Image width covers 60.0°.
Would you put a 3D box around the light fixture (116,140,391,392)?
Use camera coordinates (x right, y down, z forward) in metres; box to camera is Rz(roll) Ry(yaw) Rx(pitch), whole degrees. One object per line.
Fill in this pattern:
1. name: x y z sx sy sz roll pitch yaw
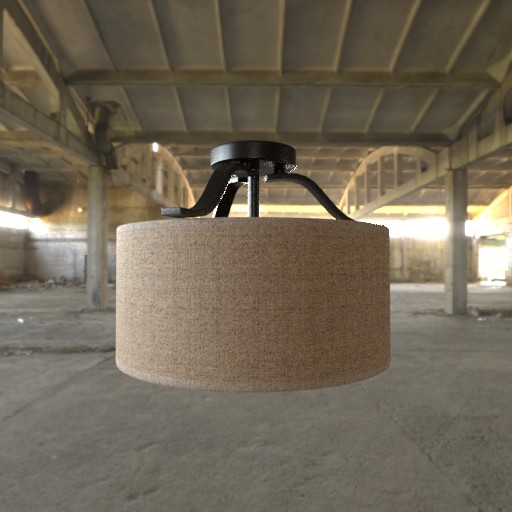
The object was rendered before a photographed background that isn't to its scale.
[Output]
1. light fixture: 0.000 0.000 0.648 0.390 0.306 0.390 0 -1 0
